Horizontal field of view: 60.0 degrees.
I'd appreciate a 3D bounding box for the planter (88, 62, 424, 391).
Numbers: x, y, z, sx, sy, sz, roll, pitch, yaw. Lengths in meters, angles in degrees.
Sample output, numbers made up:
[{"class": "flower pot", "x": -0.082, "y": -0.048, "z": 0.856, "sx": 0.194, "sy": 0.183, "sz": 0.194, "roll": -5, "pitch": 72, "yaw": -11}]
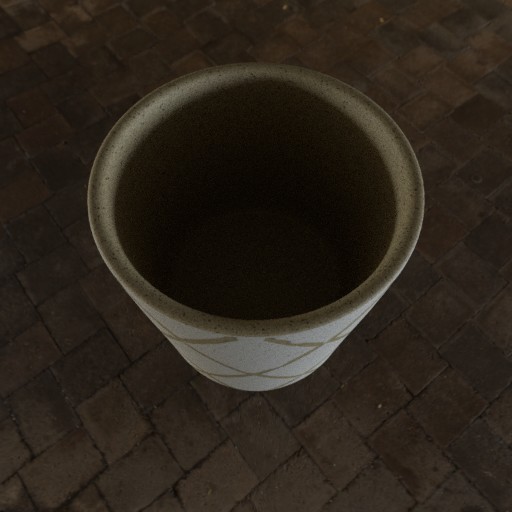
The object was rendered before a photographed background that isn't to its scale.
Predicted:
[{"class": "planter", "x": 0.000, "y": 0.000, "z": 0.341, "sx": 0.191, "sy": 0.199, "sz": 0.191, "roll": 0, "pitch": 62, "yaw": 0}]
